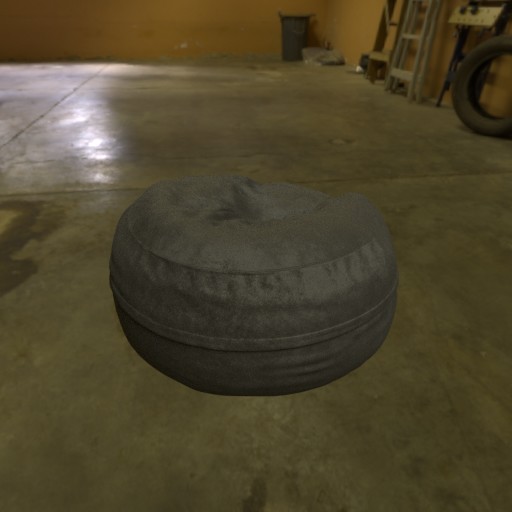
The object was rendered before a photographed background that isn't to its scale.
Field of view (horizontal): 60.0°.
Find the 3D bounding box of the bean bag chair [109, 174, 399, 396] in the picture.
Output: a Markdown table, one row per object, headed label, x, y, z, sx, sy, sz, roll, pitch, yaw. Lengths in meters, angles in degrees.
| label | x | y | z | sx | sy | sz | roll | pitch | yaw |
| --- | --- | --- | --- | --- | --- | --- | --- | --- | --- |
| bean bag chair | 0.000 | 0.000 | 2.419 | 1.525 | 0.751 | 1.525 | 0 | 29 | 0 |
